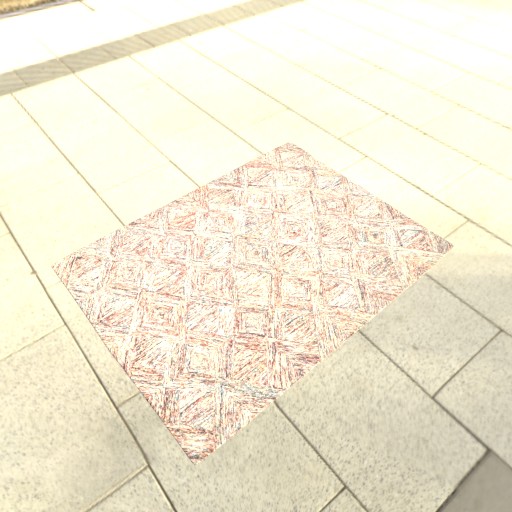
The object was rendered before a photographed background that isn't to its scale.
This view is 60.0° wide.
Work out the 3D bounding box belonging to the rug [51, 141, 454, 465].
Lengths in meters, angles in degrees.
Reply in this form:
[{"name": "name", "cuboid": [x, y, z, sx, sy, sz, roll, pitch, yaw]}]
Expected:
[{"name": "rug", "cuboid": [0.000, 0.000, 4.384, 3.226, 0.024, 2.436, -33, 56, -26]}]
